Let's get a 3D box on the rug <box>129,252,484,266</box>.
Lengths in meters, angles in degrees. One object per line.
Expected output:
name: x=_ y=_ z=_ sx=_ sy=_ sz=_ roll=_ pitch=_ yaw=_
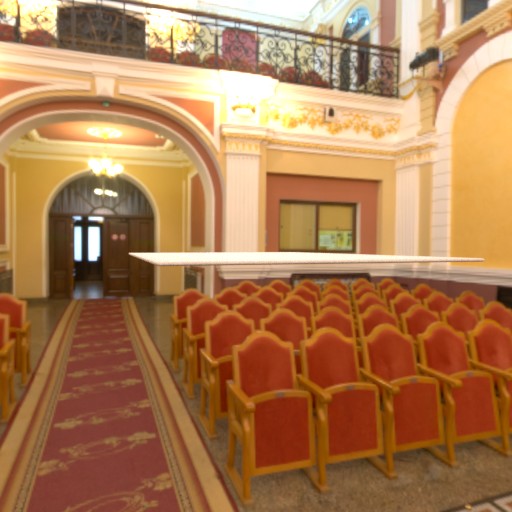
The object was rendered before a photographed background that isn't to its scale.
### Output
rug: x=0.000 y=0.000 z=2.348 sx=1.219 sy=0.013 sz=1.829 roll=0 pitch=1 yaw=-19
